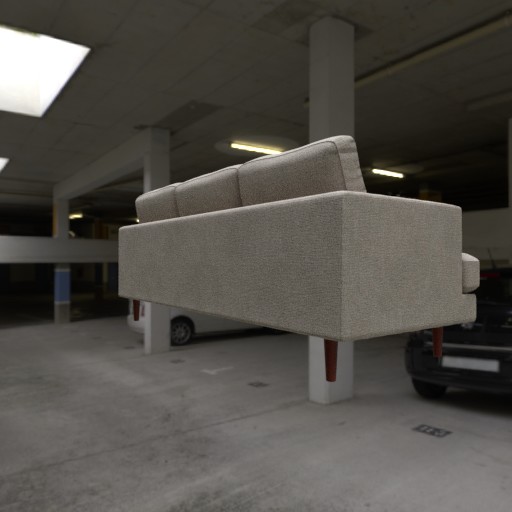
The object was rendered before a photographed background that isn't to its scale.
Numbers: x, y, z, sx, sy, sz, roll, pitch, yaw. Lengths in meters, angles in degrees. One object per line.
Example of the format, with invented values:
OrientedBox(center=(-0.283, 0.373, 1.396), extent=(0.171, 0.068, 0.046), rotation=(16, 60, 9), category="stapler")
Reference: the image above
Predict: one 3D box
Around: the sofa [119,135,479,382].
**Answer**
OrientedBox(center=(0.000, 0.000, 2.633), extent=(0.903, 0.930, 2.246), rotation=(0, 0, -36), category="sofa")
